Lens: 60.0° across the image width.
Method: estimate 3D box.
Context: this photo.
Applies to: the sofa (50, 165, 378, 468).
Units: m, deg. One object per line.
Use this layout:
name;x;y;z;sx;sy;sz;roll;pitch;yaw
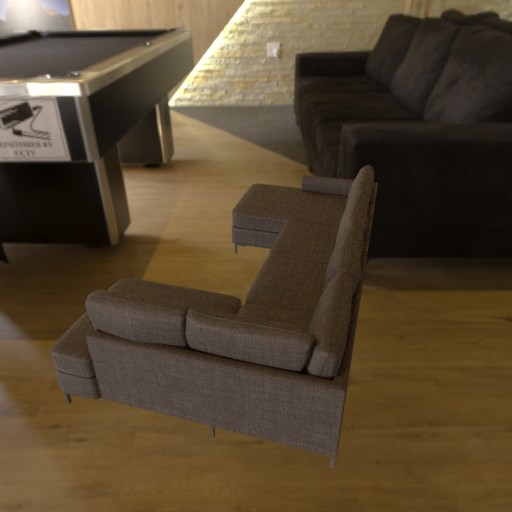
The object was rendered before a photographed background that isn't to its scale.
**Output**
sofa;0.000;0.000;4.258;2.048;0.999;3.423;9;32;14
